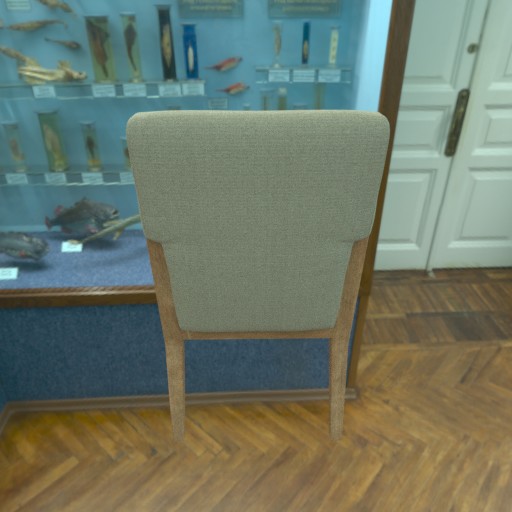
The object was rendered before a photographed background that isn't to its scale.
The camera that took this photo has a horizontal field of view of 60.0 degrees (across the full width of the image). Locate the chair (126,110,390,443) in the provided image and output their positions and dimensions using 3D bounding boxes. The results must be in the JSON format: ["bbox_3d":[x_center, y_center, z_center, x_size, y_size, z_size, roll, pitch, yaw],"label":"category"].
[{"bbox_3d":[0.000,0.000,1.256,0.507,0.911,0.586,0,30,-1],"label":"chair"}]
